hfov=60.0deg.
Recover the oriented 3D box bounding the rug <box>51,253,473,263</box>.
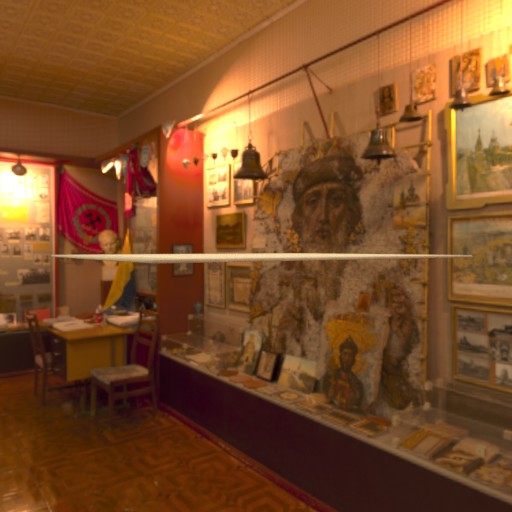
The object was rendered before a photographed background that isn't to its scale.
[{"bbox_3d":[0.000,0.000,4.009,2.976,0.018,2.430,-1,1,-36],"label":"rug"}]
